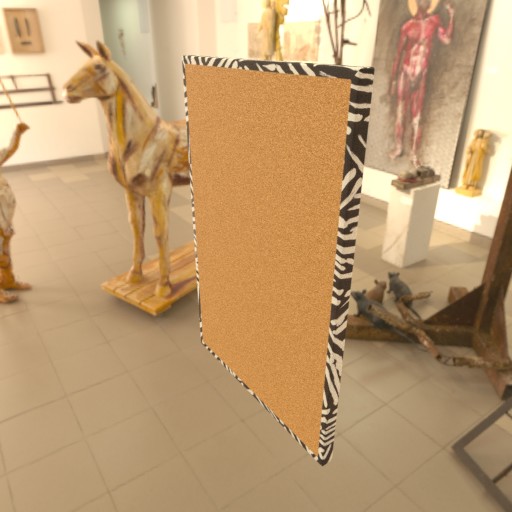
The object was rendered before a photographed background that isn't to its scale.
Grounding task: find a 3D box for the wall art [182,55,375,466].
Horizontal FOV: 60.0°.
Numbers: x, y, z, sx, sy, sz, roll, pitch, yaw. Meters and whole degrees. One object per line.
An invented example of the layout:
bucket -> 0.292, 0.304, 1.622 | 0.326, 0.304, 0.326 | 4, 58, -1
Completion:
wall art -> 0.000, 0.000, 1.134 | 0.035, 0.918, 0.615 | -18, 31, -31
